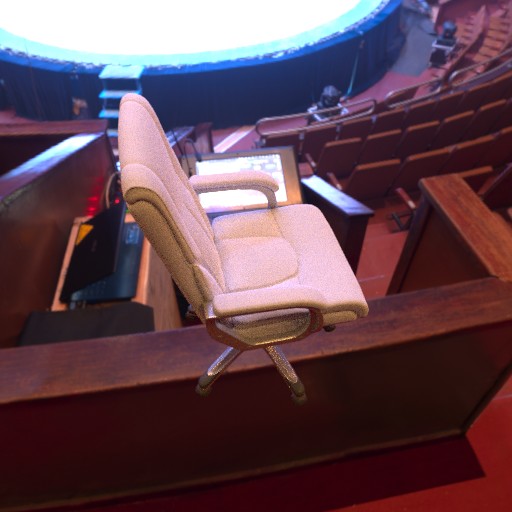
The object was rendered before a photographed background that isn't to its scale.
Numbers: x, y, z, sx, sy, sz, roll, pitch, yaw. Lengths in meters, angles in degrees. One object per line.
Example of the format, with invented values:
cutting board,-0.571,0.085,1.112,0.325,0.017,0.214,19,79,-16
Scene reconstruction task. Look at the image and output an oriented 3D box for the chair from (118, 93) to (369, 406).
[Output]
chair,0.000,0.000,1.595,0.738,1.120,0.687,-9,47,-9
